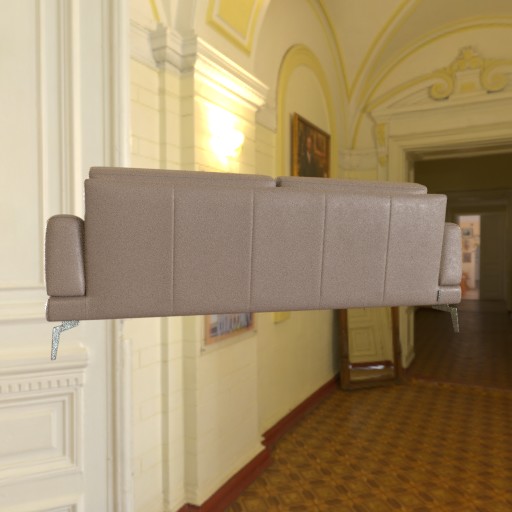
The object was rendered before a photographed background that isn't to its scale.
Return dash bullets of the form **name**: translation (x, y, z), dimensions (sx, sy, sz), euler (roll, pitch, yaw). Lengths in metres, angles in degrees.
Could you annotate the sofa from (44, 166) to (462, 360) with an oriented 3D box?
- **sofa**: translation (0.000, 0.000, 2.339), dimensions (1.940, 0.765, 0.974), euler (0, 1, -17)
